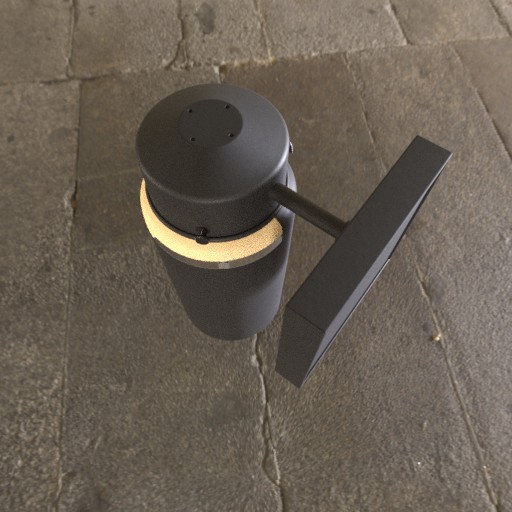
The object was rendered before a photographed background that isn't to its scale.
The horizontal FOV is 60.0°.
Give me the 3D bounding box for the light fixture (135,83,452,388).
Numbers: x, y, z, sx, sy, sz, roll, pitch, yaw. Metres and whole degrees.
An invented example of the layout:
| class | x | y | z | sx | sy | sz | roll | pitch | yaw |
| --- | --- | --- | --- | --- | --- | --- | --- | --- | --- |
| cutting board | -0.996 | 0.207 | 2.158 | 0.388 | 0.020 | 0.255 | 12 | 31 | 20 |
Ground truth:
| class | x | y | z | sx | sy | sz | roll | pitch | yaw |
| --- | --- | --- | --- | --- | --- | --- | --- | --- | --- |
| light fixture | 0.000 | 0.000 | 0.359 | 0.176 | 0.257 | 0.130 | 34 | 68 | 16 |
